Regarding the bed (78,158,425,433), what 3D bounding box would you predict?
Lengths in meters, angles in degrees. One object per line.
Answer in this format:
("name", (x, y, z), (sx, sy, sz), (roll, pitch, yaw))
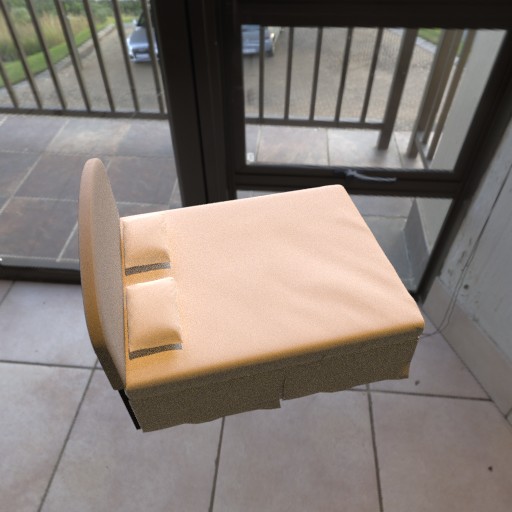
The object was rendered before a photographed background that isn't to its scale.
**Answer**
("bed", (0.000, 0.000, 3.087), (2.005, 1.410, 1.607), (-10, 47, -9))
